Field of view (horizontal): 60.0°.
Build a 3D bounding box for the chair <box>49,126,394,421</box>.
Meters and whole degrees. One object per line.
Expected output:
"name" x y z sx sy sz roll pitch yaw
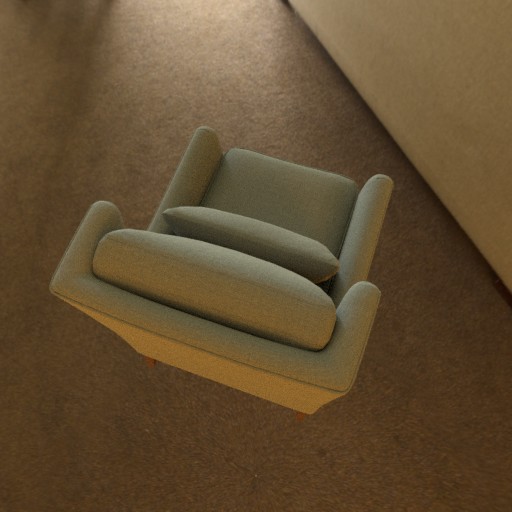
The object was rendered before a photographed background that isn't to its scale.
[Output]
"chair" 0.000 0.000 1.750 0.866 1.056 1.040 17 65 8
